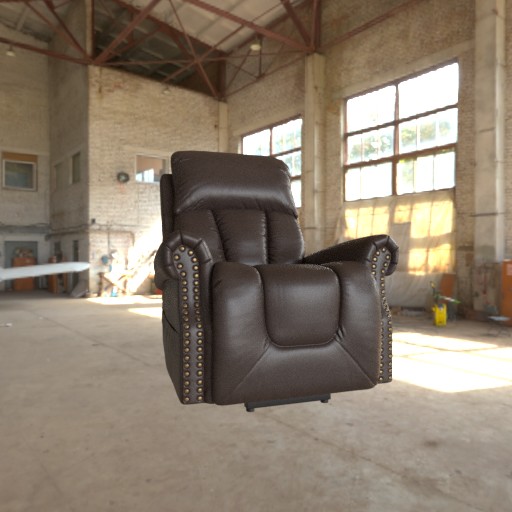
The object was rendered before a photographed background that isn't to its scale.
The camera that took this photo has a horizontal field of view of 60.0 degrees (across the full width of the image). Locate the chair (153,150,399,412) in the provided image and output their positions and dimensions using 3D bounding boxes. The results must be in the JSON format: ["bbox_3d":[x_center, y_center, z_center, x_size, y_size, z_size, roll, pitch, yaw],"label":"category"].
[{"bbox_3d":[0.000,0.000,1.838,0.869,1.028,0.978,0,0,-19],"label":"chair"}]
